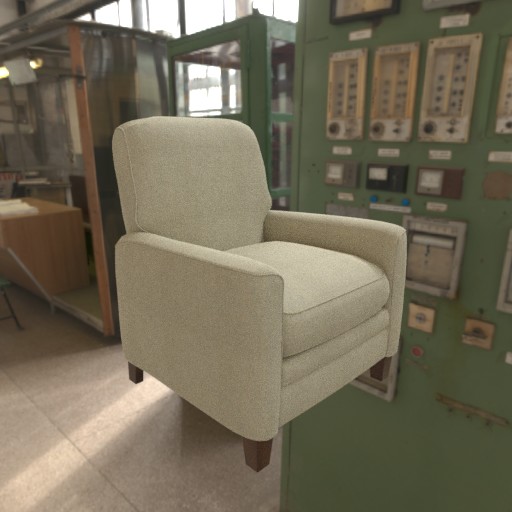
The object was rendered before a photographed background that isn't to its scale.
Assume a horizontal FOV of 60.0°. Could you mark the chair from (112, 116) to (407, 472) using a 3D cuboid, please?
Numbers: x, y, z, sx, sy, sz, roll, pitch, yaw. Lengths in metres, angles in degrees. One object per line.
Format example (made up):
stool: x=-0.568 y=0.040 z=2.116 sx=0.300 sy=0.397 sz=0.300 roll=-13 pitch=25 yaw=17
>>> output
chair: x=0.000 y=0.000 z=1.652 sx=0.853 sy=1.006 sz=0.850 roll=14 pitch=21 yaw=43
